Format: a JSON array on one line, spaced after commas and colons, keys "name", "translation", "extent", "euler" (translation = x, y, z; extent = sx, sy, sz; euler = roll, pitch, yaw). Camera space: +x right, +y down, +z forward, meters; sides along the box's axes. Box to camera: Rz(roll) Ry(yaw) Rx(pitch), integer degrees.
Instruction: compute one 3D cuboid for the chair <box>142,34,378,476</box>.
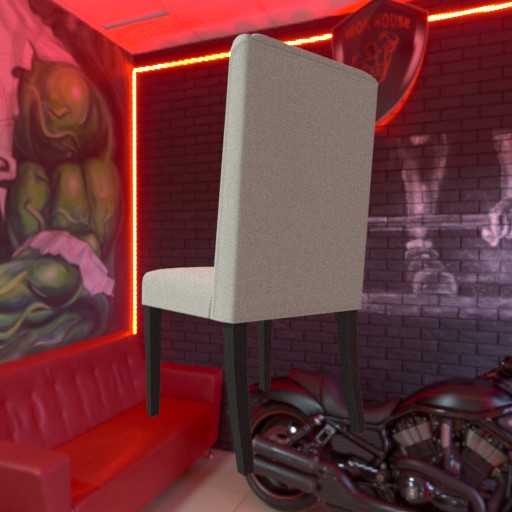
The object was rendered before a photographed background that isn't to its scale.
[{"name": "chair", "translation": [0.000, 0.000, 1.258], "extent": [0.474, 0.961, 0.523], "euler": [0, 1, -36]}]
